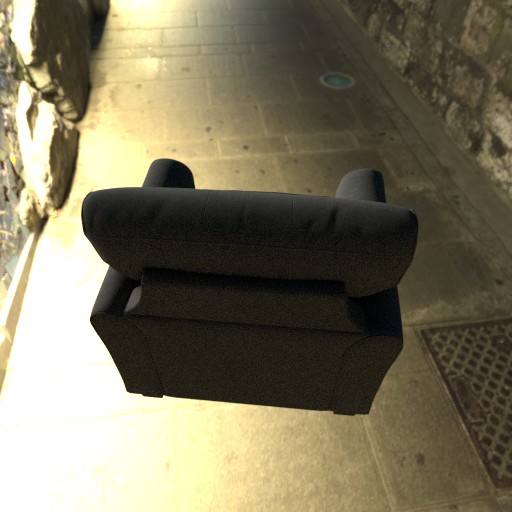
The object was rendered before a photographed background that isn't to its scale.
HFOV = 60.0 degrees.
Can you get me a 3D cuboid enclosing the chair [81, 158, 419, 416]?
[{"bbox_3d":[0.000,0.000,1.609,0.941,0.890,0.816,4,46,4],"label":"chair"}]
